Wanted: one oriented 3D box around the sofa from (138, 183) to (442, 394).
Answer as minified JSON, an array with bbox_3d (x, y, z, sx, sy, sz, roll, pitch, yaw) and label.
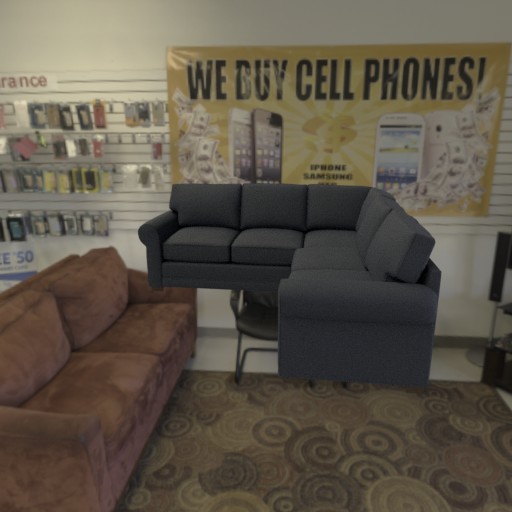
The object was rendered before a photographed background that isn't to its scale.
[{"bbox_3d":[0.000,0.000,3.898,2.487,1.042,2.562,2,16,8],"label":"sofa"}]
